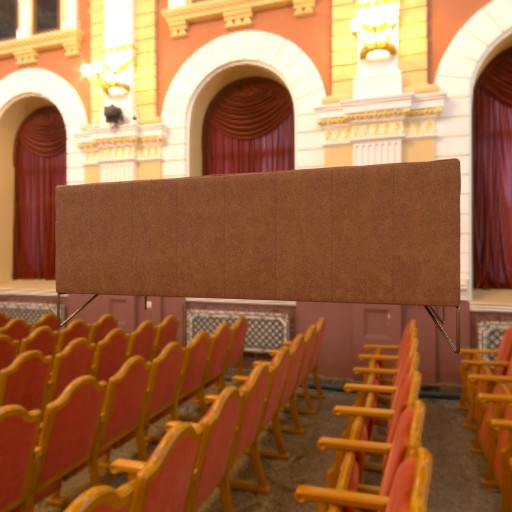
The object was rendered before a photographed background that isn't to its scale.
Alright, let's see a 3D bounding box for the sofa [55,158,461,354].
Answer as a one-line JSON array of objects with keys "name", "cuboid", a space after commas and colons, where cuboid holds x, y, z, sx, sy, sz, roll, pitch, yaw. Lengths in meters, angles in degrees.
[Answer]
[{"name": "sofa", "cuboid": [0.000, 0.000, 2.536, 2.079, 0.798, 0.912, 0, 0, 19]}]
